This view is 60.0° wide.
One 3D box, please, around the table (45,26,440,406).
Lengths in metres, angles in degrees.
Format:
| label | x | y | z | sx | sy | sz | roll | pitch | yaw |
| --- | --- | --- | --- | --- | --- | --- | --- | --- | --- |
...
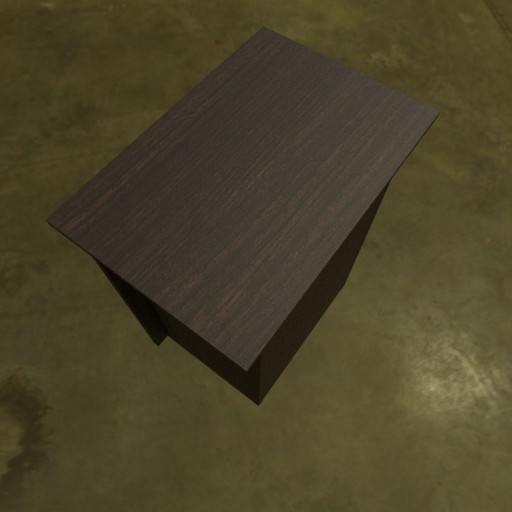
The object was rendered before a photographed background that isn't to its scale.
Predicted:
| label | x | y | z | sx | sy | sz | roll | pitch | yaw |
| --- | --- | --- | --- | --- | --- | --- | --- | --- | --- |
| table | 0.000 | 0.000 | 1.077 | 0.406 | 0.711 | 0.591 | 33 | 68 | 16 |
